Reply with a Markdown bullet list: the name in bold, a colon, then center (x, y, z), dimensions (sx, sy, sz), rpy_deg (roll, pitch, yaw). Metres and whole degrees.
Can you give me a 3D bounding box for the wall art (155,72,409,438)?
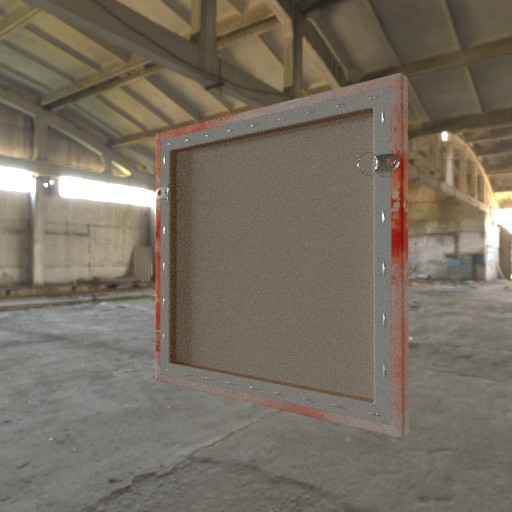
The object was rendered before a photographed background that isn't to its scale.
- **wall art**: center (0.000, 0.000, 1.123), dimensions (0.747, 0.746, 0.064), rpy_deg (0, -1, 36)
